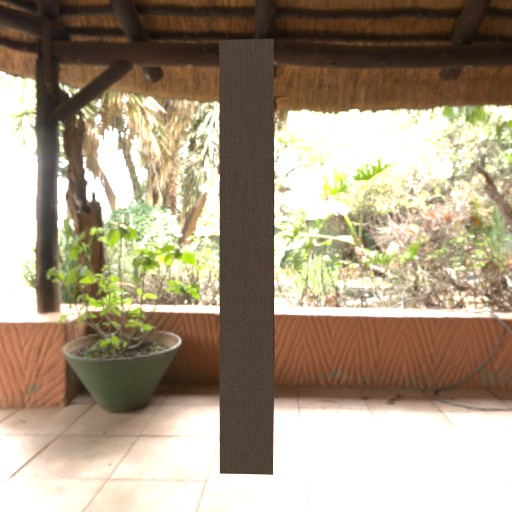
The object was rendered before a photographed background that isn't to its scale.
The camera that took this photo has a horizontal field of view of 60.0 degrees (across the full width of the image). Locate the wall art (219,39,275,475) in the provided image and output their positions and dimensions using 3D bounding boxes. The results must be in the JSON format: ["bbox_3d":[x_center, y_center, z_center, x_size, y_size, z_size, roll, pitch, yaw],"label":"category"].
[{"bbox_3d":[0.000,0.000,0.461,0.038,0.303,0.304,0,0,3],"label":"wall art"}]
